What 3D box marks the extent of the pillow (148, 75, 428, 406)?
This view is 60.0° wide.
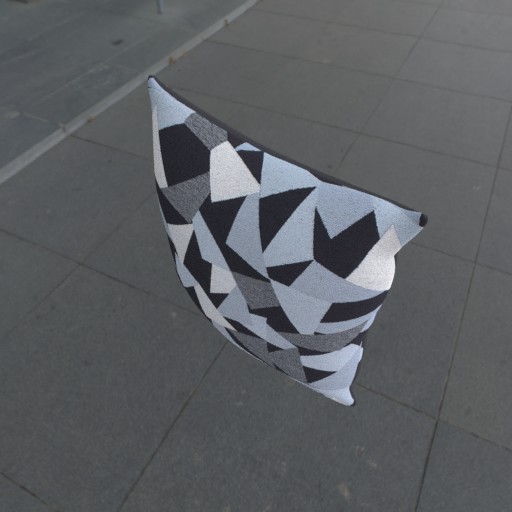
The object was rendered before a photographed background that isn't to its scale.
[{"bbox_3d":[0.000,0.000,0.777,0.503,0.496,0.208,34,56,27],"label":"pillow"}]
